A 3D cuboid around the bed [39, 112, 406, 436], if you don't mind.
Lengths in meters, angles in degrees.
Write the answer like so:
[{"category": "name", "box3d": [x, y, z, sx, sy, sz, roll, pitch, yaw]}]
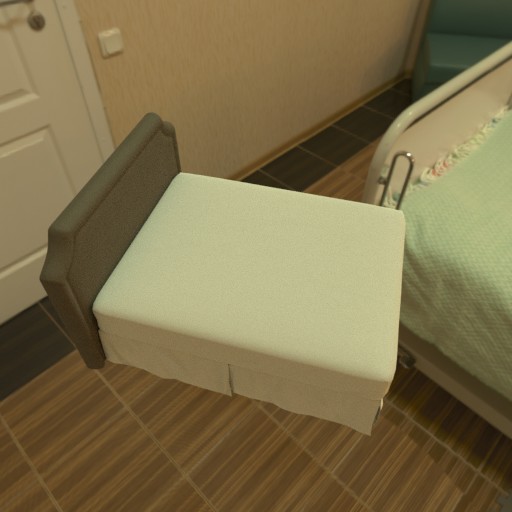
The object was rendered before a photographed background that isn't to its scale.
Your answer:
[{"category": "bed", "box3d": [0.000, 0.000, 3.308, 2.181, 1.297, 1.831, 12, 48, 10]}]
